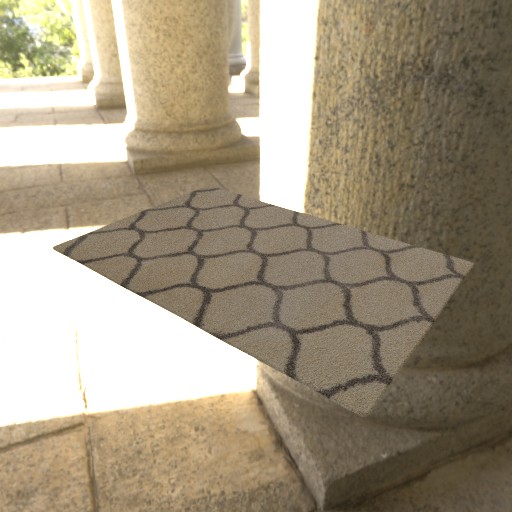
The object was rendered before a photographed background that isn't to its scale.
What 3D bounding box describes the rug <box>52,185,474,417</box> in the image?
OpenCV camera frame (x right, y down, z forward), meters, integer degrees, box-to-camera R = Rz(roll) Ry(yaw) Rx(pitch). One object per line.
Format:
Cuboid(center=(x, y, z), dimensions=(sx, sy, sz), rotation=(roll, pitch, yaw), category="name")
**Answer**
Cuboid(center=(0.000, 0.000, 3.383), dimensions=(2.701, 0.026, 1.801), rotation=(21, 35, 33), category="rug")
